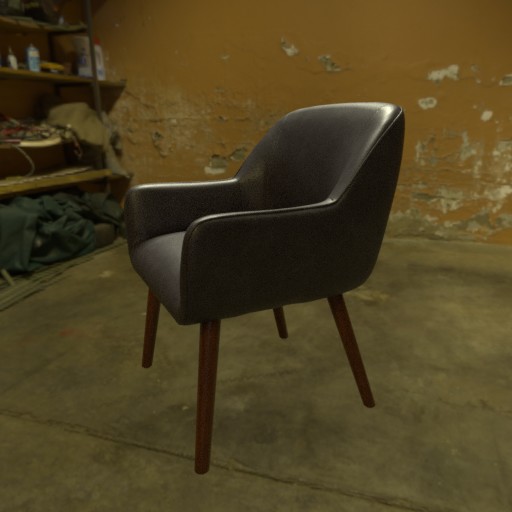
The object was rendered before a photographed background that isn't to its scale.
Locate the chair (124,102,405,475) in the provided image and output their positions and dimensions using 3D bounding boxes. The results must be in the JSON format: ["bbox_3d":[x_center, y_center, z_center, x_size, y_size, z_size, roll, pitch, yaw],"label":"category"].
[{"bbox_3d":[0.000,0.000,1.251,0.610,0.828,0.610,-8,18,-26],"label":"chair"}]
